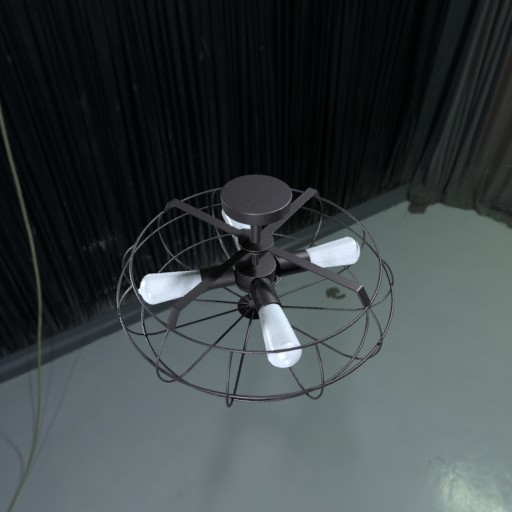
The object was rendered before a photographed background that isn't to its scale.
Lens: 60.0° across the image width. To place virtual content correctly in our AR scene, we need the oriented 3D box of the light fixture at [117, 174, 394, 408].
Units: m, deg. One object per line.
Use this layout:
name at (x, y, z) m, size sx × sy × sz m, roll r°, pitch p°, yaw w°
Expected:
light fixture at (0.000, 0.000, 0.918) m, size 0.582 × 0.311 × 0.582 m, roll 0°, pitch 40°, yaw 0°
